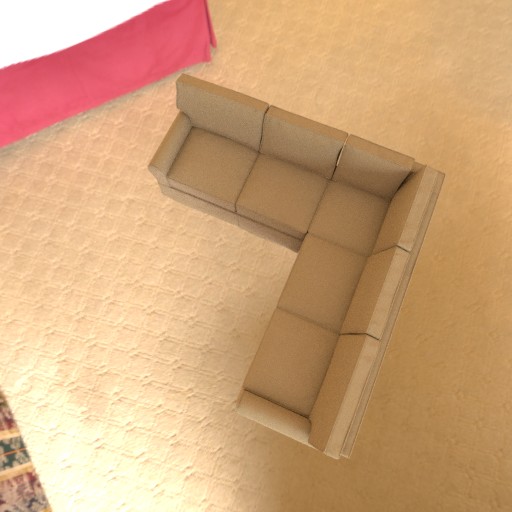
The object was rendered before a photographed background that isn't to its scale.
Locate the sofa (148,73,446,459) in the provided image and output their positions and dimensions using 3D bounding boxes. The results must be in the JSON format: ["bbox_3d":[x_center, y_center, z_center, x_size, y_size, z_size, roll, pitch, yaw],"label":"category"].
[{"bbox_3d":[0.000,0.000,4.247,2.730,1.124,2.733,23,75,6],"label":"sofa"}]
